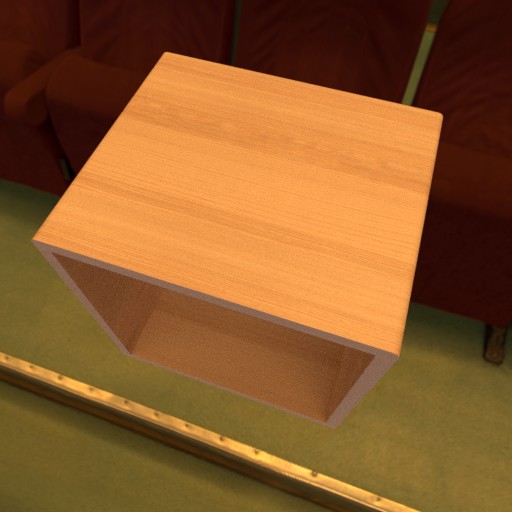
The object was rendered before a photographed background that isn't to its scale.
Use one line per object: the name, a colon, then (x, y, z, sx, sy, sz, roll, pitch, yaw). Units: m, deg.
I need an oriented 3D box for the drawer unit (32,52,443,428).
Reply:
drawer unit: (0.000, 0.000, 0.599, 0.344, 0.344, 0.290, 16, 61, 9)
